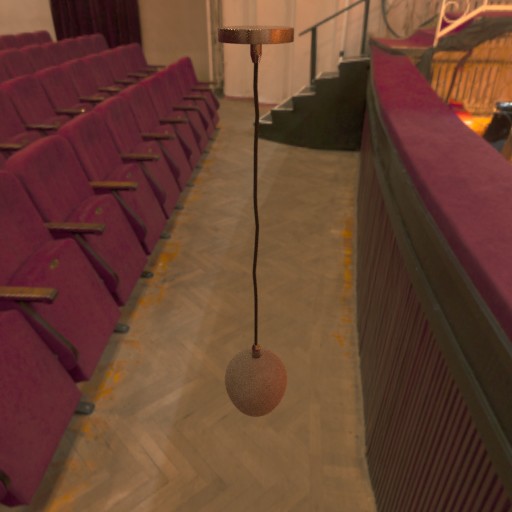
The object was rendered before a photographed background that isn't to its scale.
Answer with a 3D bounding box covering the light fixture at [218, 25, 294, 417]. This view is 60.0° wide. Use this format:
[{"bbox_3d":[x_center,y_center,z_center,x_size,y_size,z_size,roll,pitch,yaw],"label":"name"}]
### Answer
[{"bbox_3d":[0.000,0.000,0.832,0.139,0.764,0.139,1,30,2],"label":"light fixture"}]
